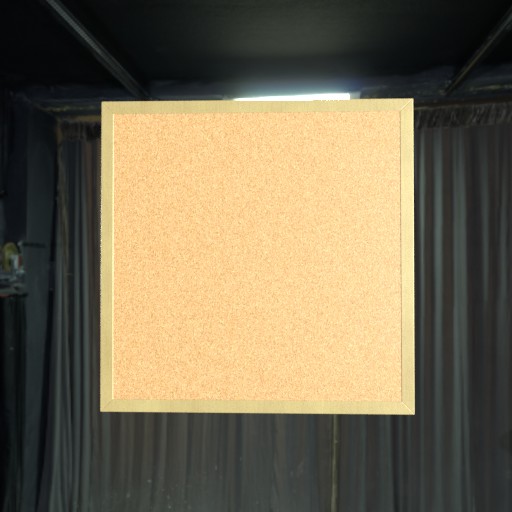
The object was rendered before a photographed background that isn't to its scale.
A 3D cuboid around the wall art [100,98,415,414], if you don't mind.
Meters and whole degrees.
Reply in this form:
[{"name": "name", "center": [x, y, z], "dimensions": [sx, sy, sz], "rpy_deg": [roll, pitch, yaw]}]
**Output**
[{"name": "wall art", "center": [0.000, 0.000, 1.097], "dimensions": [0.763, 0.763, 0.037], "rpy_deg": [0, -1, 2]}]
